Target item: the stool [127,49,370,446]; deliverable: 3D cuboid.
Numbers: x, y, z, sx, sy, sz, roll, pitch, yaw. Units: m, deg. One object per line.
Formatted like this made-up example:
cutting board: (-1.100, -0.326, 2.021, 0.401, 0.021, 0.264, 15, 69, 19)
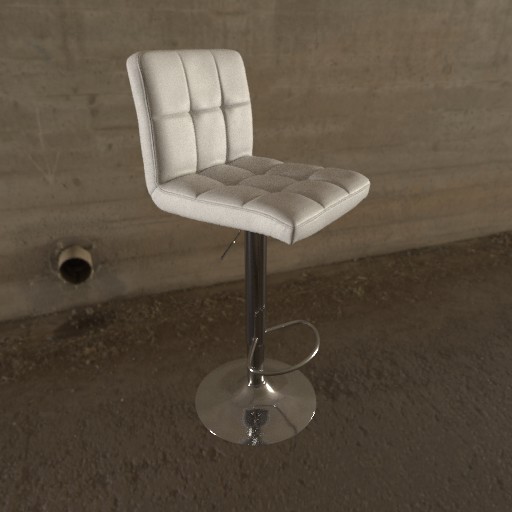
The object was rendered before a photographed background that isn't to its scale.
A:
stool: (0.000, 0.000, 1.323, 0.505, 1.115, 0.430, 18, 31, 32)
